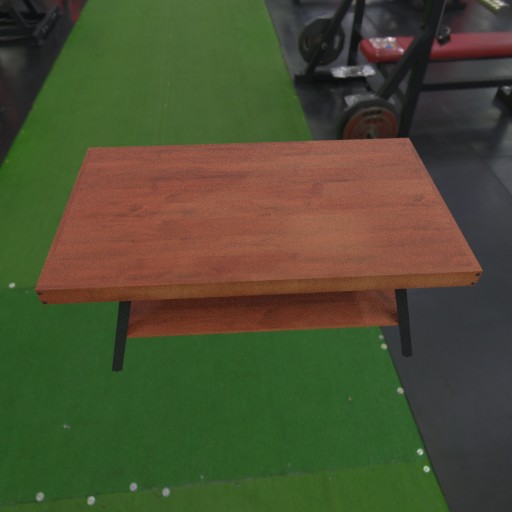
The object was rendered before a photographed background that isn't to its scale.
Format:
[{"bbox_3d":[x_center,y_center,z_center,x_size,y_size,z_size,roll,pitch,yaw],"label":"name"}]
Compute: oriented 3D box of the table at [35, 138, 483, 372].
[{"bbox_3d":[0.000,0.000,1.427,1.067,0.457,0.610,-2,46,-2],"label":"table"}]
